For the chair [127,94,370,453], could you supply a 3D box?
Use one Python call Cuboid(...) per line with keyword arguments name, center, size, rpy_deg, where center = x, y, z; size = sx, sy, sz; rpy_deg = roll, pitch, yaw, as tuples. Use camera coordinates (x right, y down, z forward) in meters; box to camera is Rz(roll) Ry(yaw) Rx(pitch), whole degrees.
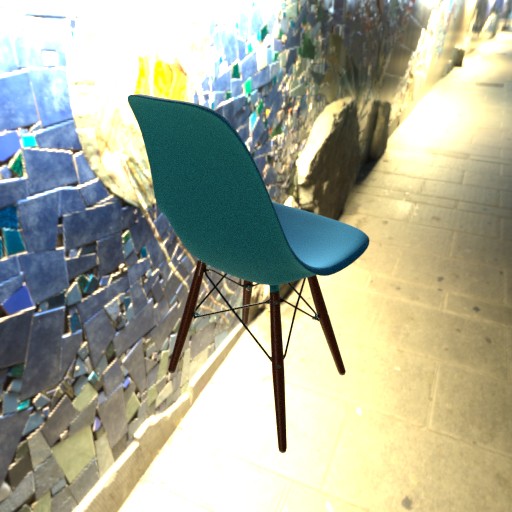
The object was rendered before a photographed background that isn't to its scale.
Cuboid(name="chair", center=(0.000, 0.000, 1.108), size=(0.470, 0.826, 0.533), rpy_deg=(21, 36, 33))
